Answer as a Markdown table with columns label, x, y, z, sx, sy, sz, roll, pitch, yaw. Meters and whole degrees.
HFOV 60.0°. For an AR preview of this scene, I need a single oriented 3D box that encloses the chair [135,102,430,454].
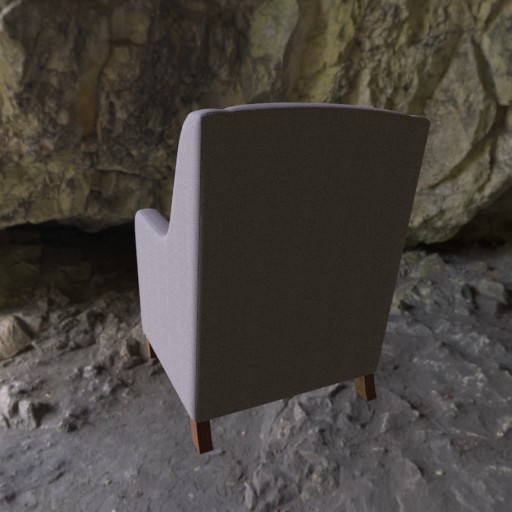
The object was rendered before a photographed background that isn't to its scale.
| label | x | y | z | sx | sy | sz | roll | pitch | yaw |
| --- | --- | --- | --- | --- | --- | --- | --- | --- | --- |
| chair | 0.000 | 0.000 | 1.632 | 0.715 | 1.017 | 0.890 | -7 | 16 | -25 |
